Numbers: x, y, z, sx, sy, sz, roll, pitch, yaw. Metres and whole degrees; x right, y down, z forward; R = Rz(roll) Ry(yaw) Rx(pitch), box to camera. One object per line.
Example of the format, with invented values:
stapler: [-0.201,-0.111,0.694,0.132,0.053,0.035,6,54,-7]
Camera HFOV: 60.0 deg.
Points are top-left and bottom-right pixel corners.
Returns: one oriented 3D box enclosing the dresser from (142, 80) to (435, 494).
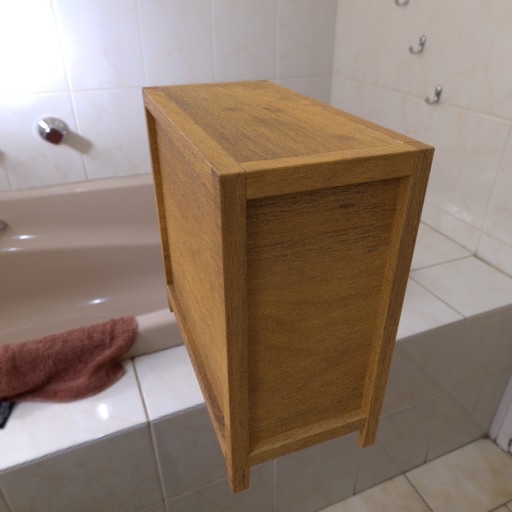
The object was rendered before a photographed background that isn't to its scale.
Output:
dresser: [0.000,0.000,1.251,0.427,0.804,0.804,-11,32,-18]
